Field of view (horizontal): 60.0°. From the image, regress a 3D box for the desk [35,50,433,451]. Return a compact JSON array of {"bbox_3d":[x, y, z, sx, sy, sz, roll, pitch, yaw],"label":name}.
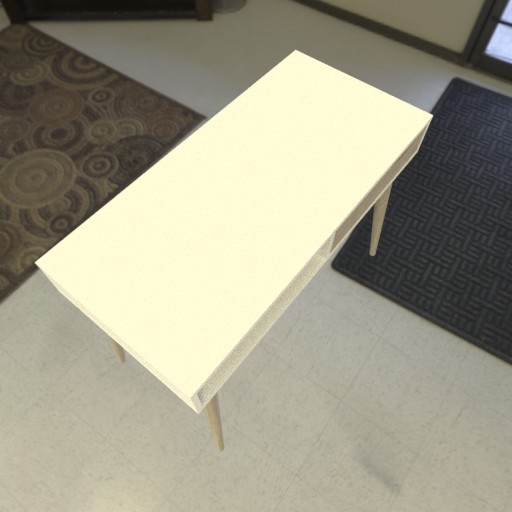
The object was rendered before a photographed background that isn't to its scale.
[{"bbox_3d":[0.000,0.000,1.411,0.491,0.723,0.979,34,65,19],"label":"desk"}]
